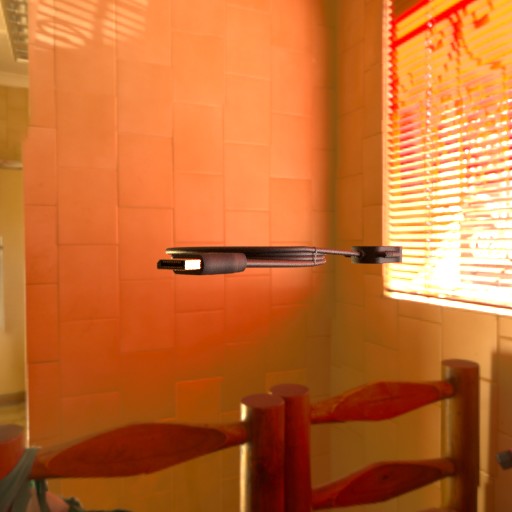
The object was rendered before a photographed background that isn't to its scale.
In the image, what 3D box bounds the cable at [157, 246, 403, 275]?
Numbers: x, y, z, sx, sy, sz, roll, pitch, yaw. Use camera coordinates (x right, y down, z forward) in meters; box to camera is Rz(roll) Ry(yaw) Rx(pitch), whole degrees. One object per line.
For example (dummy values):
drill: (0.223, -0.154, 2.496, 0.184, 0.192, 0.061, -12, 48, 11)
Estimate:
cable: (0.000, 0.000, 0.330, 0.136, 0.015, 0.281, 1, 1, 36)
